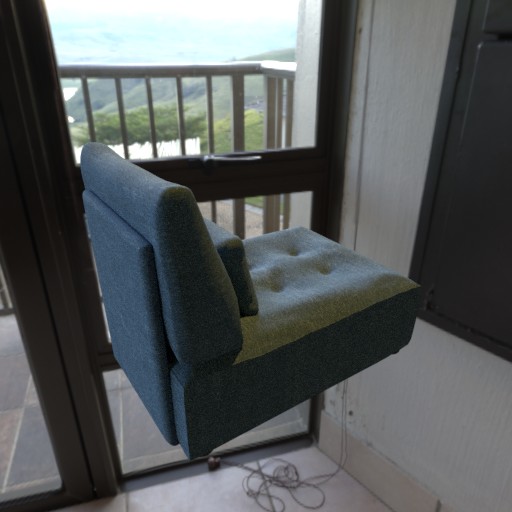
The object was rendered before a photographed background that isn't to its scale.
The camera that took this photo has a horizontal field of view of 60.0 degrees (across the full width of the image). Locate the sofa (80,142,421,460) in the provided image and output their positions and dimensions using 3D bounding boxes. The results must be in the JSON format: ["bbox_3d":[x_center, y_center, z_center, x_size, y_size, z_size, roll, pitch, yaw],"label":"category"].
[{"bbox_3d":[0.000,0.000,1.583,1.000,0.820,0.700,-16,30,-30],"label":"sofa"}]
